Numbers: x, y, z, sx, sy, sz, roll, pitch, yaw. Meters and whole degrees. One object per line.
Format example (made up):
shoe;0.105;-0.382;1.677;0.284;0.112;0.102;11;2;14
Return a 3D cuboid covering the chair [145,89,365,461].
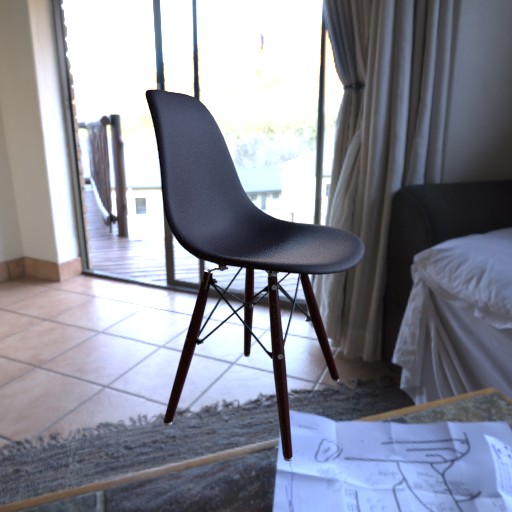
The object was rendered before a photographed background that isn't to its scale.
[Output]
chair;0.000;0.000;1.145;0.533;0.826;0.470;7;16;25
